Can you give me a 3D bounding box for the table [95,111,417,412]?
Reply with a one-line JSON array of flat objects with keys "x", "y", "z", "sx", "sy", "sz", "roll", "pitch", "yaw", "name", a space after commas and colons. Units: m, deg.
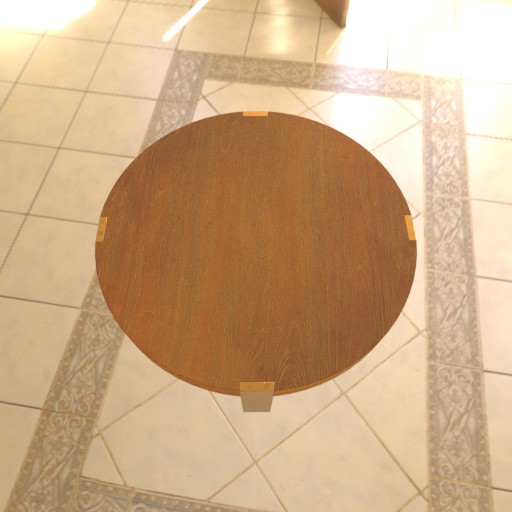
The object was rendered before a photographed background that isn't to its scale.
[{"x": 0.000, "y": 0.000, "z": 1.726, "sx": 1.100, "sy": 0.420, "sz": 1.100, "roll": 0, "pitch": 63, "yaw": 0, "name": "table"}]
